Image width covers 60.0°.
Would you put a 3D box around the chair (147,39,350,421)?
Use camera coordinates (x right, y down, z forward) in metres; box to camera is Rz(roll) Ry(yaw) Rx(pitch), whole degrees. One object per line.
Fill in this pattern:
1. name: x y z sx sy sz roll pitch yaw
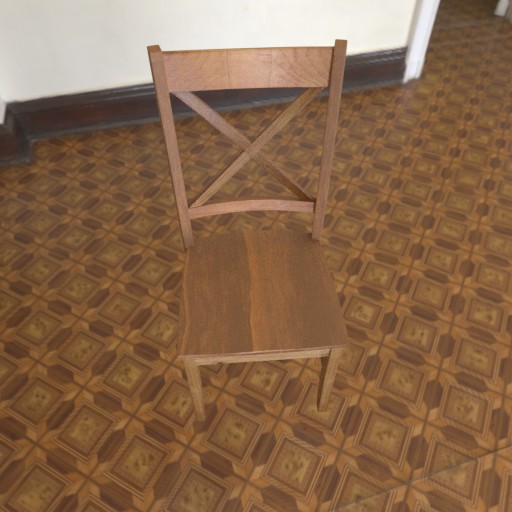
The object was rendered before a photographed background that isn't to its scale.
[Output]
1. chair: 0.000 0.000 1.264 0.485 0.983 0.542 -3 47 -3
